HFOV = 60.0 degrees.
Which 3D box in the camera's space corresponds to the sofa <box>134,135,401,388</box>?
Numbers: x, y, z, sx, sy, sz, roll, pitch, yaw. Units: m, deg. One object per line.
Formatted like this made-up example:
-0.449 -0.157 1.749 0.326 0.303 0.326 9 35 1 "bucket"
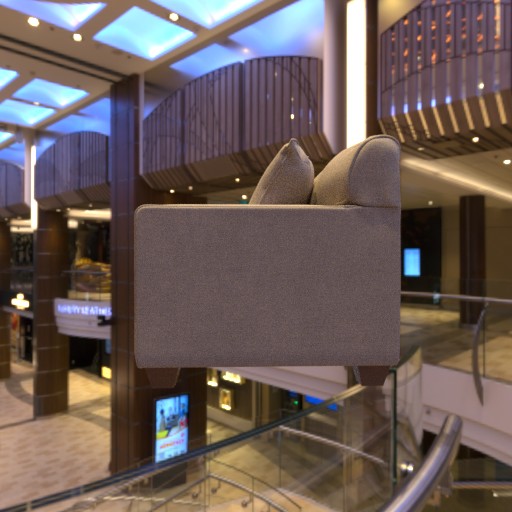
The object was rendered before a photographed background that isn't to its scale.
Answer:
0.000 0.000 2.475 0.998 0.958 1.846 0 0 -2 "sofa"
